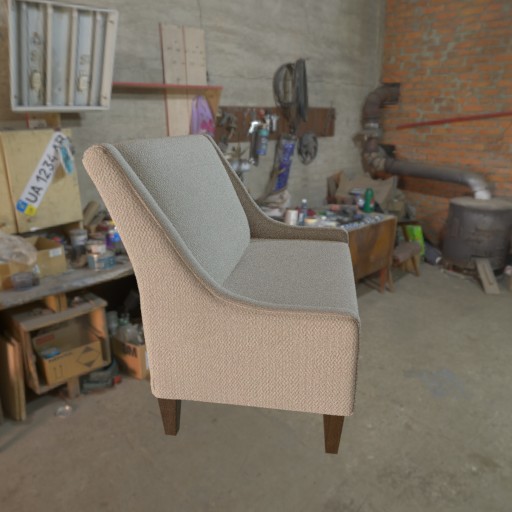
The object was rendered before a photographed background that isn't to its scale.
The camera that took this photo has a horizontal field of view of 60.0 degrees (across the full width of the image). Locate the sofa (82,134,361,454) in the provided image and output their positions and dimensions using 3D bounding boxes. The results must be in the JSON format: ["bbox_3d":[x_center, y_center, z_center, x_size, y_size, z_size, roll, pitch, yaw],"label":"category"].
[{"bbox_3d":[0.000,0.000,1.964,0.870,1.022,1.242,3,17,9],"label":"sofa"}]
